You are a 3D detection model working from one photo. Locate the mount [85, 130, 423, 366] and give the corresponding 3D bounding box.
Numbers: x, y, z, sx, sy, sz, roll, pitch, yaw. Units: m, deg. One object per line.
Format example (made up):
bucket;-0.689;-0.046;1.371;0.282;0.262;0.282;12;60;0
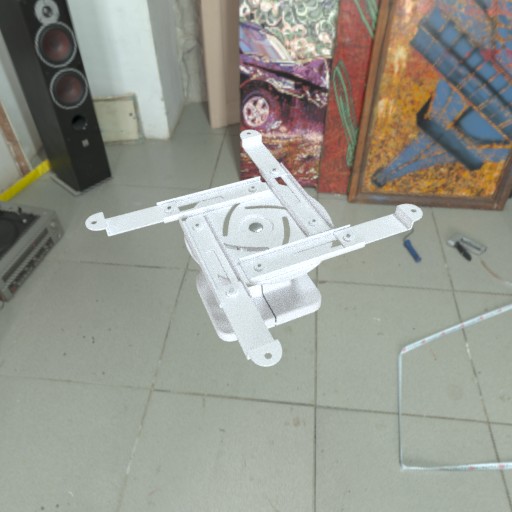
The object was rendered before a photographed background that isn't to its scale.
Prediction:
mount;0.000;0.000;0.602;0.394;0.141;0.394;-17;48;-16
